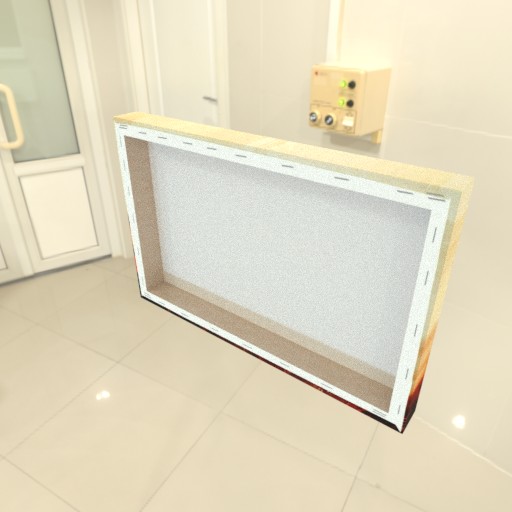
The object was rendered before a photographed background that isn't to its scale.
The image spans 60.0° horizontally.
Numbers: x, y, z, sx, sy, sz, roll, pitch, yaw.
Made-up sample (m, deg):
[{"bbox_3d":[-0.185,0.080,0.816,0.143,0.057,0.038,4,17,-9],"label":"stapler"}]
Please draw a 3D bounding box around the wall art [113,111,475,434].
[{"bbox_3d":[0.000,0.000,0.480,0.383,0.251,0.037,20,36,31],"label":"wall art"}]
